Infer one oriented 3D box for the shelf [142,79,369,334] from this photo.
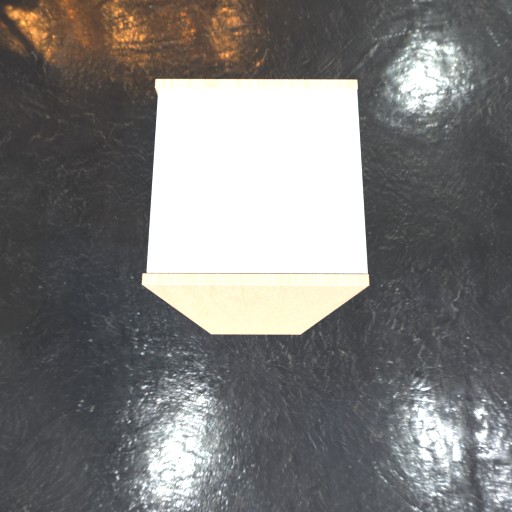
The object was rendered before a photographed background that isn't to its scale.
[{"bbox_3d":[0.000,0.000,1.037,0.290,0.900,0.300,0,76,0],"label":"shelf"}]
